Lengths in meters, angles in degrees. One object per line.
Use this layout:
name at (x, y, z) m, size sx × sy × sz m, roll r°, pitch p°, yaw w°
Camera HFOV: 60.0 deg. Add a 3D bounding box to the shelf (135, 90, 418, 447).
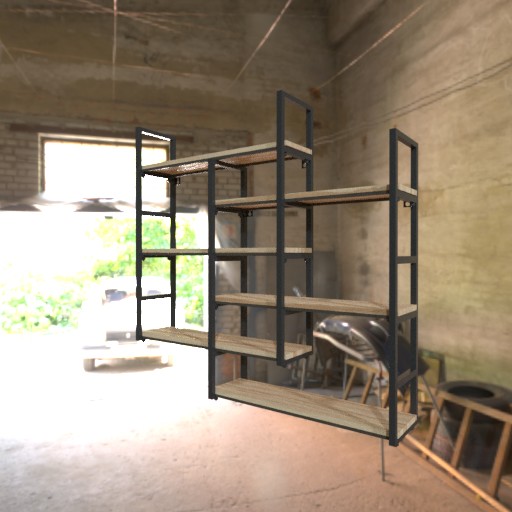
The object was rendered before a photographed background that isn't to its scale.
shelf at (0.000, 0.000, 1.392) m, size 0.946 × 0.921 × 0.183 m, roll 0°, pitch 0°, yaw 36°
